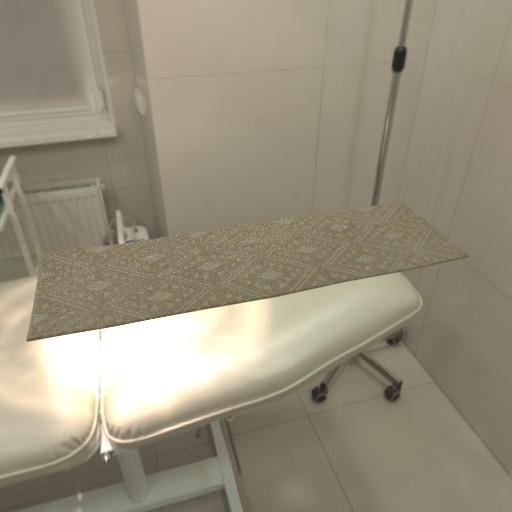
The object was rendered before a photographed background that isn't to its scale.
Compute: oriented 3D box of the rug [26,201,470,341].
[{"bbox_3d":[0.000,0.000,2.646,2.452,0.051,0.752,-10,35,-14],"label":"rug"}]
